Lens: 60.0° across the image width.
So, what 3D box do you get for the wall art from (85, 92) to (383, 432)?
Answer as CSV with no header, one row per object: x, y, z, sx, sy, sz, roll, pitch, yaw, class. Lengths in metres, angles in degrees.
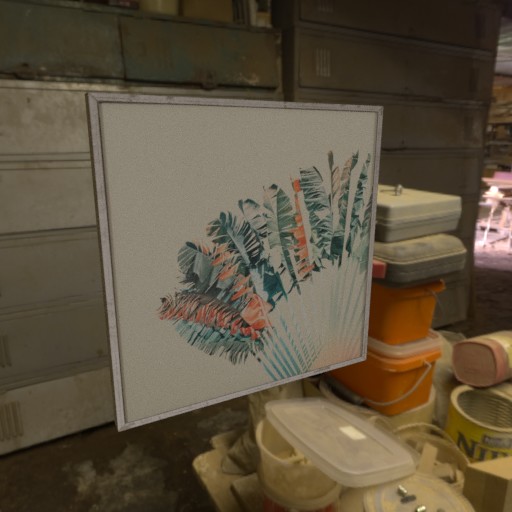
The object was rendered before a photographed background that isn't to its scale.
0.000,0.000,0.764,0.508,0.506,0.029,-8,16,-27,wall art
